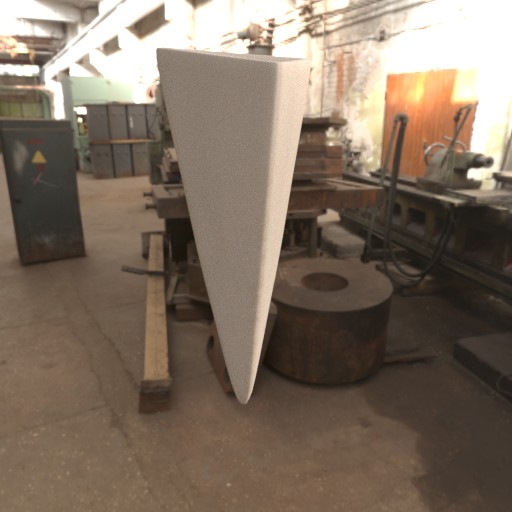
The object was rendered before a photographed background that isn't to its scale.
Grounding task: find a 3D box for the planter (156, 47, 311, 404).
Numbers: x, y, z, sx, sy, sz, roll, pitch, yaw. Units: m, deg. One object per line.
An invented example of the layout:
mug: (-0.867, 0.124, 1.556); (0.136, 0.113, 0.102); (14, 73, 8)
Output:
planter: (0.000, 0.000, 0.394); (0.143, 0.338, 0.065); (-9, 19, -27)
